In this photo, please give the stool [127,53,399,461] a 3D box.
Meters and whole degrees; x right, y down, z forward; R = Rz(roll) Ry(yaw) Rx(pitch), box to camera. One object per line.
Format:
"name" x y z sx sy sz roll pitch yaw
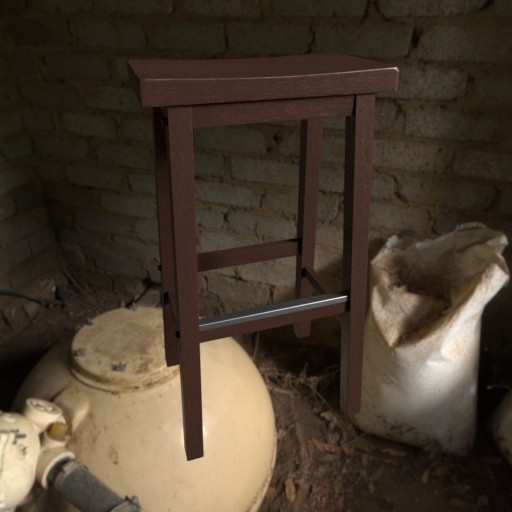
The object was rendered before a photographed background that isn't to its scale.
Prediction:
"stool" 0.000 0.000 0.924 0.406 0.742 0.322 -9 31 -16
